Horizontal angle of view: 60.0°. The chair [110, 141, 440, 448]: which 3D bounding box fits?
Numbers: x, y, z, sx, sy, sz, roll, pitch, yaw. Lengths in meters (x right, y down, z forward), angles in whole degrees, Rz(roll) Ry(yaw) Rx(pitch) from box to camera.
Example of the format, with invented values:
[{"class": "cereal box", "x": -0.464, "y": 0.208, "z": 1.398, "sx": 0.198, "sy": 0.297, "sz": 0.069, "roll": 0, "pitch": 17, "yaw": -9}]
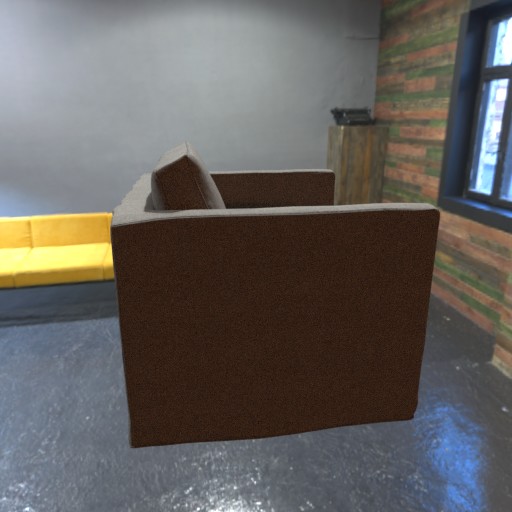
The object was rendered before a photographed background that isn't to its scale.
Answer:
[{"class": "chair", "x": 0.000, "y": 0.000, "z": 1.751, "sx": 0.949, "sy": 0.863, "sz": 1.057, "roll": -3, "pitch": 17, "yaw": -8}]
